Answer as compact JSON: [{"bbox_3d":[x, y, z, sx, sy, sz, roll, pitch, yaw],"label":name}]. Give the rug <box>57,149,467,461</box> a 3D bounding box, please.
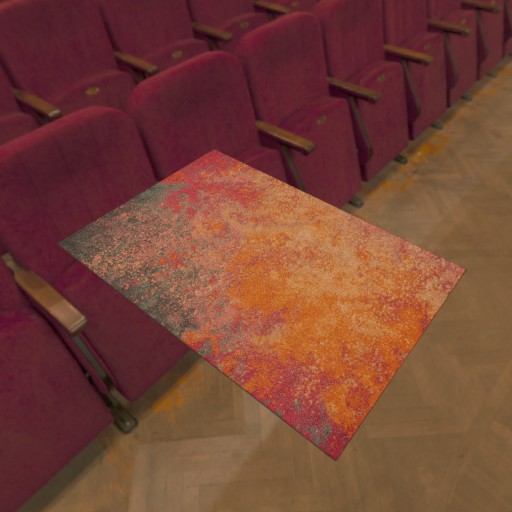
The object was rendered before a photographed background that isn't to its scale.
[{"bbox_3d":[0.000,0.000,3.787,2.896,0.013,2.007,31,53,27],"label":"rug"}]
